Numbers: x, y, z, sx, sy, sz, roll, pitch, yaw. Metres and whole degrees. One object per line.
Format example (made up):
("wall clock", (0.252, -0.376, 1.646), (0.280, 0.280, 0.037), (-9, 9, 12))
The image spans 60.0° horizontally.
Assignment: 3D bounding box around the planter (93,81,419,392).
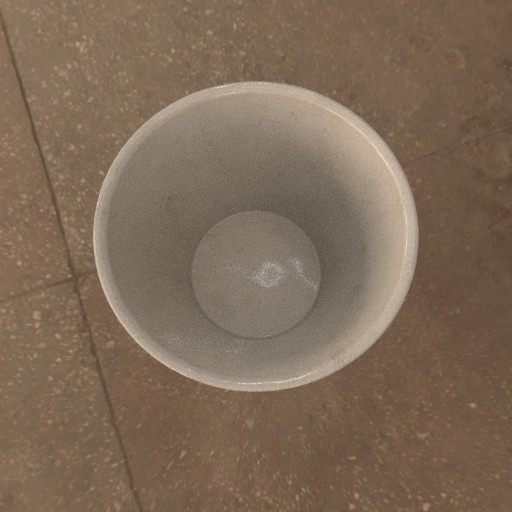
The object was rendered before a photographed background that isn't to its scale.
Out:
("planter", (0.000, 0.000, 0.461), (0.260, 0.220, 0.260), (0, 76, 0))
